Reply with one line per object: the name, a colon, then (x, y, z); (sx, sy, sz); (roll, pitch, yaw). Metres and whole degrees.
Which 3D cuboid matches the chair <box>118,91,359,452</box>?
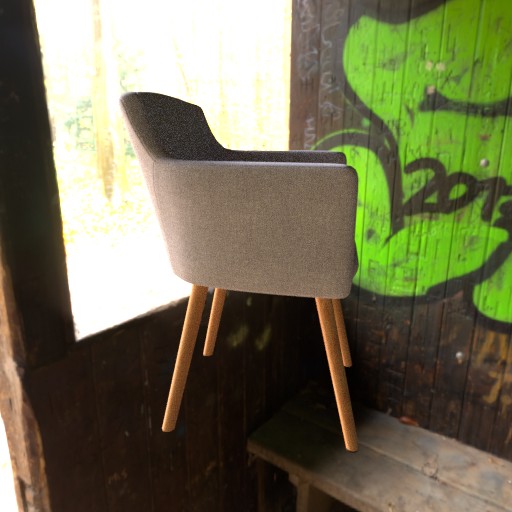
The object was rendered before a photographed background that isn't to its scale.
chair: (0.000, 0.000, 1.122); (0.540, 0.780, 0.570); (2, 16, 9)
